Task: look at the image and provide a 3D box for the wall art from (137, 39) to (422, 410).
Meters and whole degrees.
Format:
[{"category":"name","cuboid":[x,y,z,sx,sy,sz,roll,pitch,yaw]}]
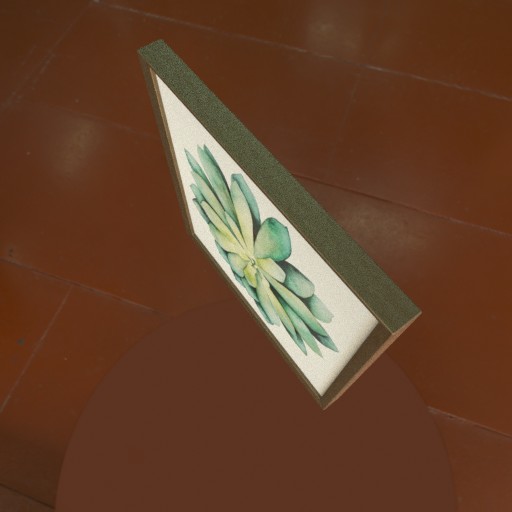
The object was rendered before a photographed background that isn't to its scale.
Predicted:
[{"category":"wall art","cuboid":[0.000,0.000,0.750,0.040,0.506,0.503,-33,68,-16]}]
